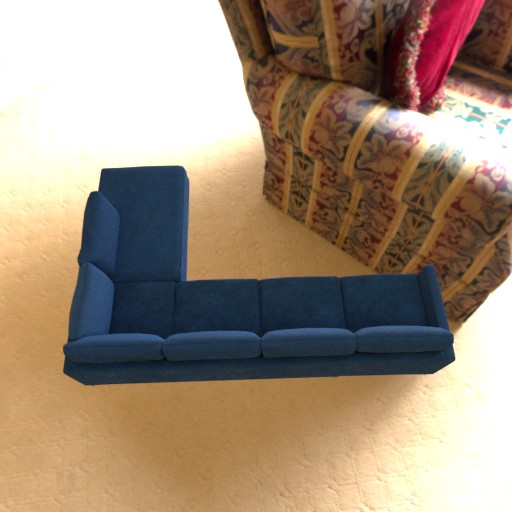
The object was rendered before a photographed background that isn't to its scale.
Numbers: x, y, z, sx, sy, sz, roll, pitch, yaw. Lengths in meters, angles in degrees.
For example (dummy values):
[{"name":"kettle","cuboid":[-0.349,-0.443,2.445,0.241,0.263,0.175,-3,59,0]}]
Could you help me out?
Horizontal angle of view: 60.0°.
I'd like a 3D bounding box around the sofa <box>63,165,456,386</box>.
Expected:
[{"name":"sofa","cuboid":[0.000,0.000,3.256,2.486,0.687,1.707,-2,63,-1]}]
